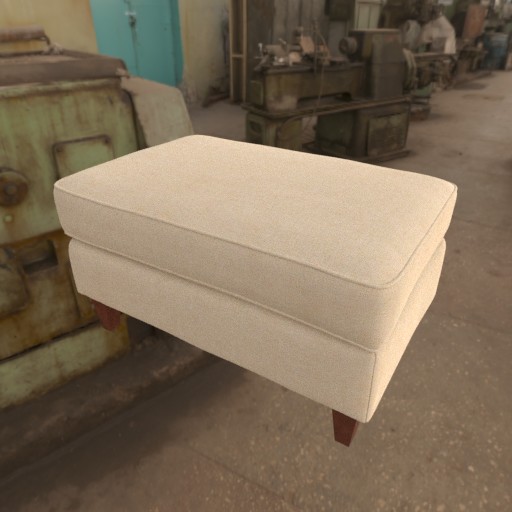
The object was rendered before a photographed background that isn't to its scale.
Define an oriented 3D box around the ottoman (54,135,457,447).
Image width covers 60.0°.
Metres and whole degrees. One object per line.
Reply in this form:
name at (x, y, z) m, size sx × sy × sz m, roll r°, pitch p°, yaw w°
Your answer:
ottoman at (0.000, 0.000, 1.186) m, size 0.862 × 0.484 × 0.583 m, roll 17°, pitch 34°, yaw 27°
